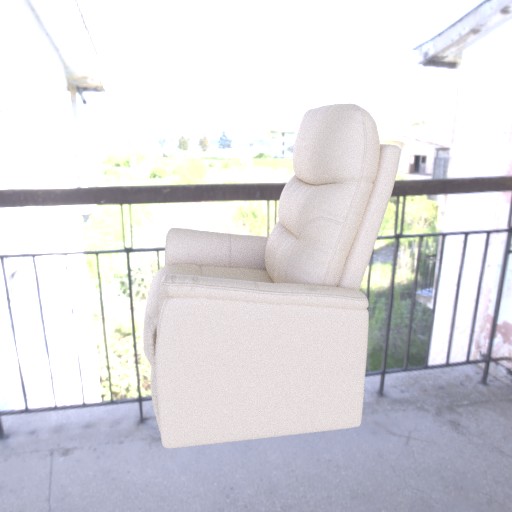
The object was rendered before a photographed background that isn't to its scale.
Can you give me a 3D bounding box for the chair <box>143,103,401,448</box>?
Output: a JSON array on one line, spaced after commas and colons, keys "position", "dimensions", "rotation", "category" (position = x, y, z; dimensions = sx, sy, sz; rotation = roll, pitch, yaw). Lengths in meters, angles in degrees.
[{"position": [0.000, 0.000, 1.664], "dimensions": [0.831, 1.082, 0.775], "rotation": [-3, 15, -9], "category": "chair"}]
